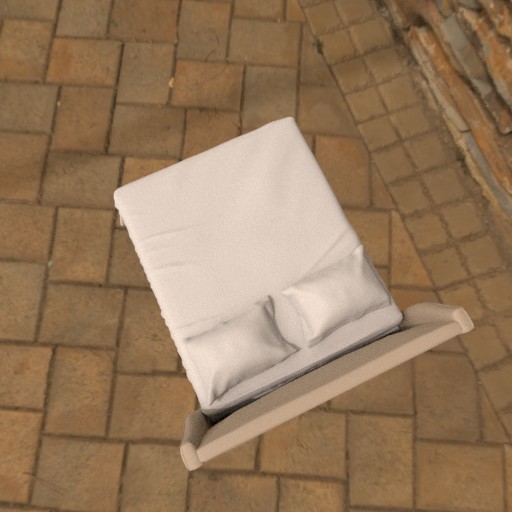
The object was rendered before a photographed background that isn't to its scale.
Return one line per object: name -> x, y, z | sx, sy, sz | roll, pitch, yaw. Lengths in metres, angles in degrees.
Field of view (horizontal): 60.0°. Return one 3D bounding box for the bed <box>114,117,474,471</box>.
bed -> 0.000, 0.000, 3.470 | 1.925, 1.332, 2.276 | -24, 77, -6
